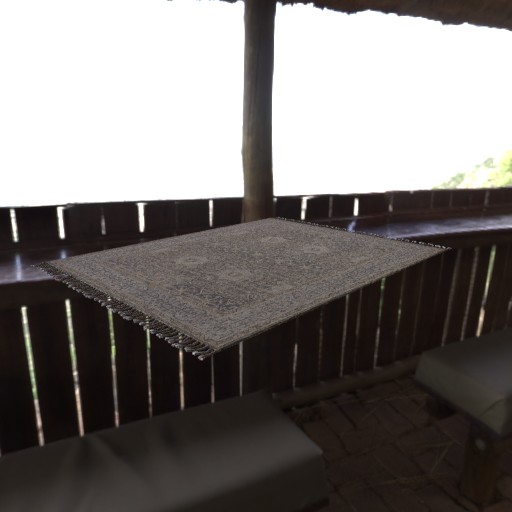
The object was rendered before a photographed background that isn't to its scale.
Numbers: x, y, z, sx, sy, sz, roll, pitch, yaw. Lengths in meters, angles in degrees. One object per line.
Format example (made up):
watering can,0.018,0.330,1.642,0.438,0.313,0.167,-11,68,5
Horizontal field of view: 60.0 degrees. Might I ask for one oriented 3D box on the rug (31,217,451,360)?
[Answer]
rug,0.000,0.000,4.266,2.431,0.017,3.291,15,22,43
